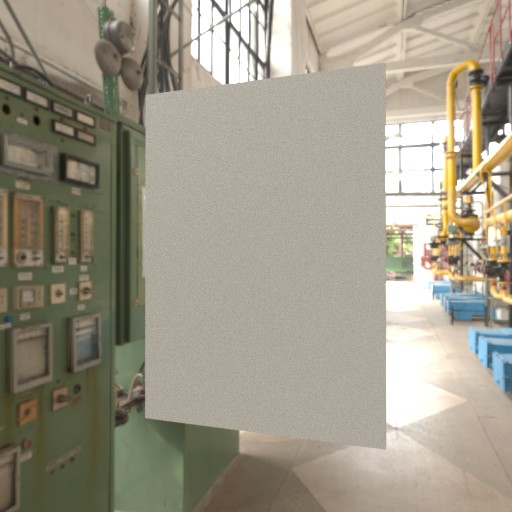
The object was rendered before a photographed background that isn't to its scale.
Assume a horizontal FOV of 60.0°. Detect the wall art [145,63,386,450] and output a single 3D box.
[{"bbox_3d":[0.000,0.000,0.676,0.381,0.533,0.013,0,0,19],"label":"wall art"}]
